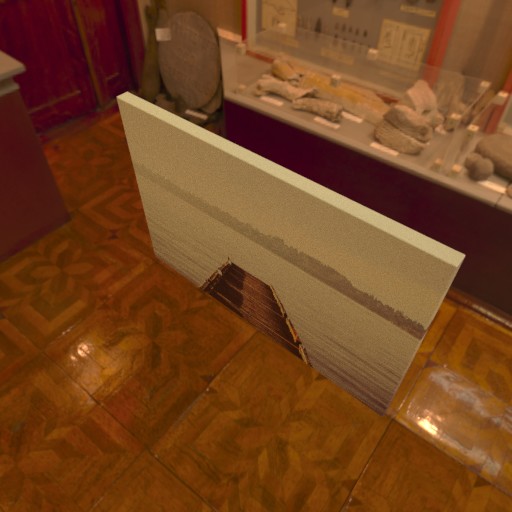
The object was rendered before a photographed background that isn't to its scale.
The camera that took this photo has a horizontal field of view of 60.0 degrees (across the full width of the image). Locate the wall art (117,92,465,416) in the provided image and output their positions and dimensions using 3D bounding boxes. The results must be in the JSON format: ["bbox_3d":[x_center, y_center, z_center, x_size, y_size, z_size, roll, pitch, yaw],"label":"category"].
[{"bbox_3d":[0.000,0.000,1.178,0.916,0.609,0.037,32,54,26],"label":"wall art"}]
